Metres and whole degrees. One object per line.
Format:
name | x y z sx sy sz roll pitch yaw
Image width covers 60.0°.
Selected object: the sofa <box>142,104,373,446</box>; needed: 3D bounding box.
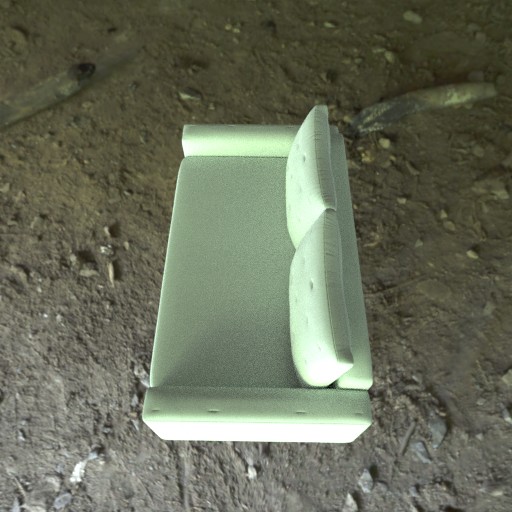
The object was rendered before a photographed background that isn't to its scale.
sofa | 0.000 0.000 2.214 0.920 0.790 1.650 1 58 0
